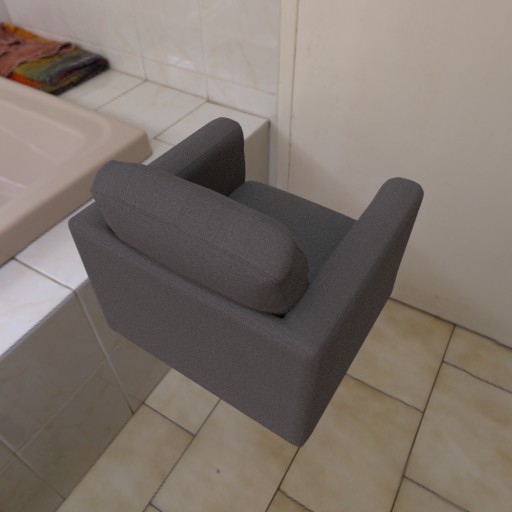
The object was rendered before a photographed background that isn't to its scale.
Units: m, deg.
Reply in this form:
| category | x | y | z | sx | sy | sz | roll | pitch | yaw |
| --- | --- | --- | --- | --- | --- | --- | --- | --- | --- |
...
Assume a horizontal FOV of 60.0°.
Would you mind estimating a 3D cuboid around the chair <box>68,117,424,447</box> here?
| category | x | y | z | sx | sy | sz | roll | pitch | yaw |
| --- | --- | --- | --- | --- | --- | --- | --- | --- | --- |
| chair | 0.000 | 0.000 | 1.547 | 0.854 | 0.927 | 0.800 | 25 | 51 | 22 |
